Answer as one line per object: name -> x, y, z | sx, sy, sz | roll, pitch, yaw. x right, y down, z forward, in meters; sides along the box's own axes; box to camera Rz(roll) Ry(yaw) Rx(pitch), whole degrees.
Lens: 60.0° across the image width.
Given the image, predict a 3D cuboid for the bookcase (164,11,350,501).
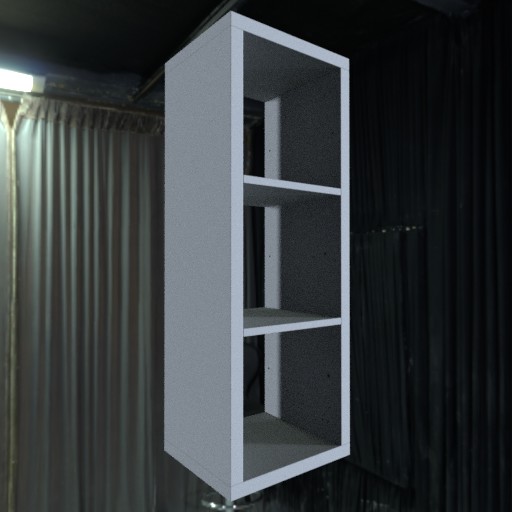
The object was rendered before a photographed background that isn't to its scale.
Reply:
bookcase -> 0.000, 0.000, 1.223 | 0.390, 1.080, 0.330 | 0, -1, -37
